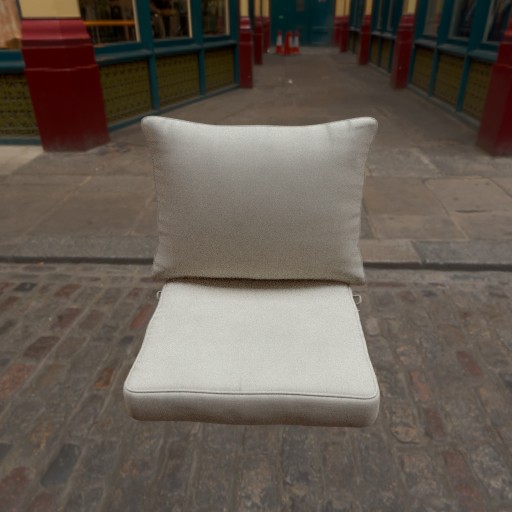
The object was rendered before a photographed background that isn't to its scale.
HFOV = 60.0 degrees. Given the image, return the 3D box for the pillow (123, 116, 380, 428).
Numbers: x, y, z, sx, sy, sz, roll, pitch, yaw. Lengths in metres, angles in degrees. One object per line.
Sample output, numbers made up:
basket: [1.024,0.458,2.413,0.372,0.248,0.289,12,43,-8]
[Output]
pillow: [0.000,0.000,1.355,0.798,0.716,0.733,1,29,2]
